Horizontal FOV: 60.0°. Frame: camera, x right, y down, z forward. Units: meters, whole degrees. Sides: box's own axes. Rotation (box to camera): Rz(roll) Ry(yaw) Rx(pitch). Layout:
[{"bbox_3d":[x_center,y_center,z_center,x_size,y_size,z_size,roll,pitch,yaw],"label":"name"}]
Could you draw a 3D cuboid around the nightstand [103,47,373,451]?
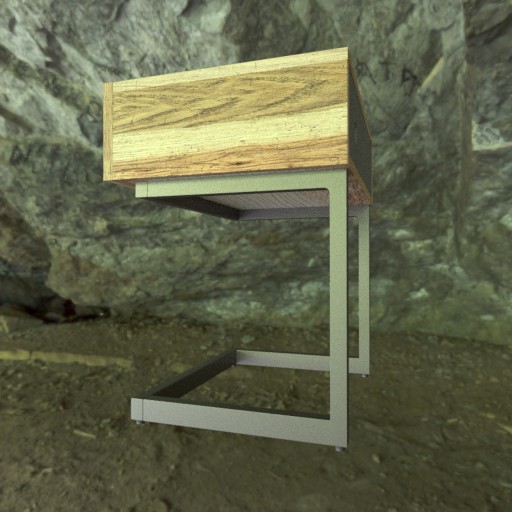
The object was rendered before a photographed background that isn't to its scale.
[{"bbox_3d":[0.000,0.000,1.012,0.481,0.632,0.558,0,-1,18],"label":"nightstand"}]
